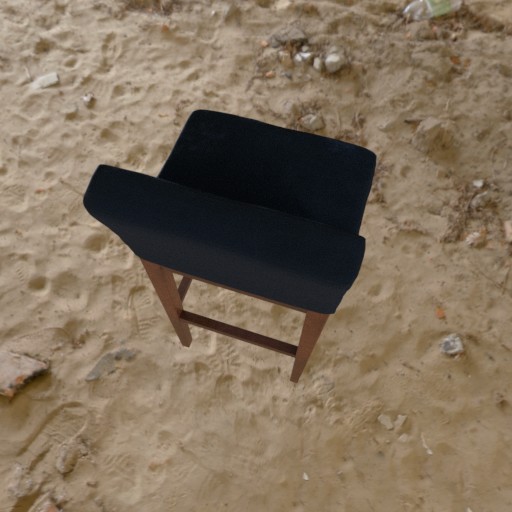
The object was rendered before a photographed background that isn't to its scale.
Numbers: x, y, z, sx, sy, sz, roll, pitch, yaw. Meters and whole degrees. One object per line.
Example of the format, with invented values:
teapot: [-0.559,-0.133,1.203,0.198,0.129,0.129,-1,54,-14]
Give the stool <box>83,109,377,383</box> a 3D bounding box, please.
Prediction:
stool: [0.000,0.000,1.298,0.511,1.037,0.500,16,64,8]
